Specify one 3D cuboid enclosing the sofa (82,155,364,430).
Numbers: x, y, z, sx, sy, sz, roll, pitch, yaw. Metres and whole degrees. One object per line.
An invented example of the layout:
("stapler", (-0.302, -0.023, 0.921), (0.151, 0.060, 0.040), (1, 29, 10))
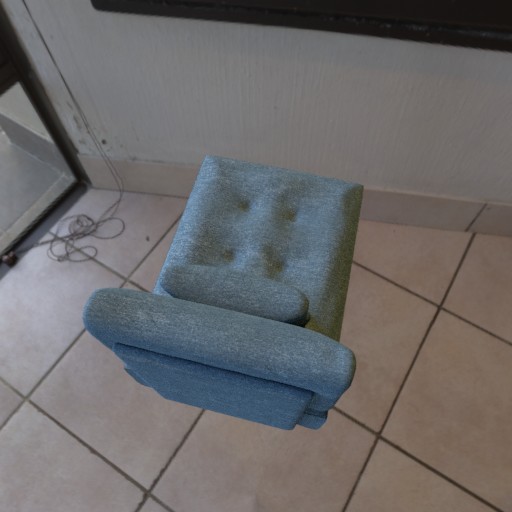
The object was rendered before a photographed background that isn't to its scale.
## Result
("sofa", (0.000, 0.000, 1.564), (0.700, 0.820, 1.000), (12, 62, 6))
